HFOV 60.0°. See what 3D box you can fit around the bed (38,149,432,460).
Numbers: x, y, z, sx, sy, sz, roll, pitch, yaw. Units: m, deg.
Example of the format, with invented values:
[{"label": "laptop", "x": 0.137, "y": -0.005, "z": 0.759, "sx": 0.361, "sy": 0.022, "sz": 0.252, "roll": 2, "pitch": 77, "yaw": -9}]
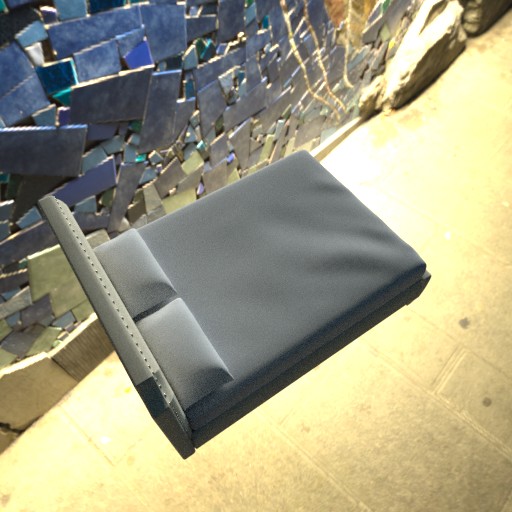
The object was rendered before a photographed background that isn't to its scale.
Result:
[{"label": "bed", "x": 0.000, "y": 0.000, "z": 3.442, "sx": 2.381, "sy": 1.457, "sz": 1.713, "roll": -29, "pitch": 61, "yaw": -18}]
